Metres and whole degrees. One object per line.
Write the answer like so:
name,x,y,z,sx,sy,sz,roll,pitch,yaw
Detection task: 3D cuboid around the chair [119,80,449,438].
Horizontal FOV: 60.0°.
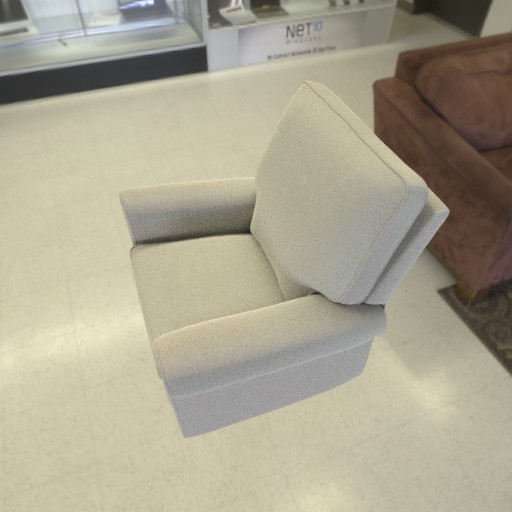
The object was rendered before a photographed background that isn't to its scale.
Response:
chair,0.000,0.000,1.610,0.878,0.960,0.890,-15,49,-13
